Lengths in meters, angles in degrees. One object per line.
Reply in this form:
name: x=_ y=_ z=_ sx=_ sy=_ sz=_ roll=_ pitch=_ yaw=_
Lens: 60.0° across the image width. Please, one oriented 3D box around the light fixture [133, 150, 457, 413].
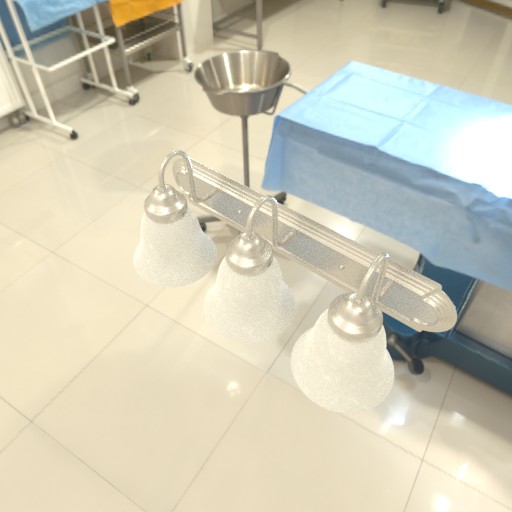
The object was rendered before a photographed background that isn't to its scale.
light fixture: x=0.000 y=0.000 z=0.725 sx=0.610 sy=0.222 sz=0.199 roll=30 pitch=53 yaw=26
